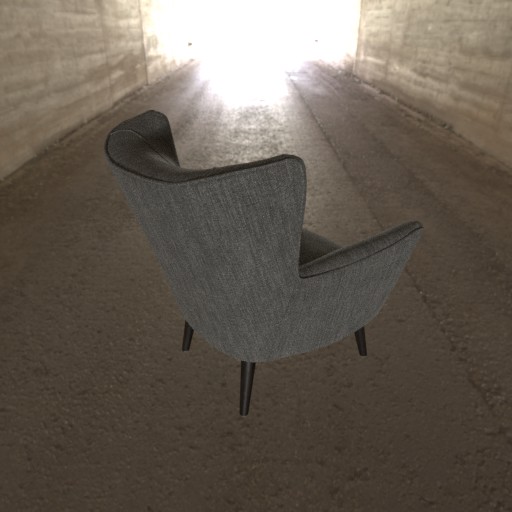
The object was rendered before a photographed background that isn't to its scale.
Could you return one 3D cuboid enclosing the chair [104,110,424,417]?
[{"bbox_3d":[0.000,0.000,1.574,0.888,0.933,0.781,-19,33,-32],"label":"chair"}]
